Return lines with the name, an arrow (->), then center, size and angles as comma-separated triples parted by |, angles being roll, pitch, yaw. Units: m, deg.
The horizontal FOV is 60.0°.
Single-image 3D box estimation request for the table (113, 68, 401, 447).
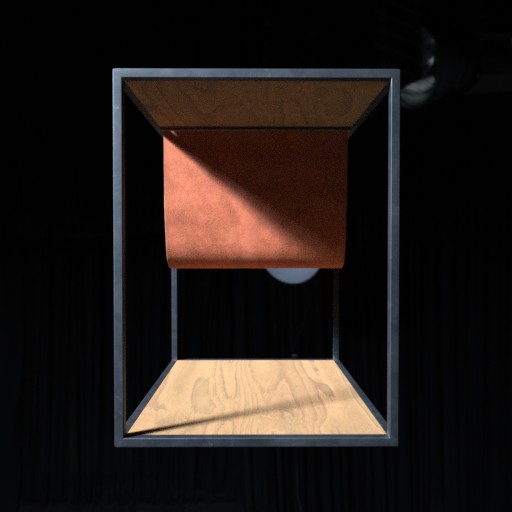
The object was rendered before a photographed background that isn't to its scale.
table -> 0.000, 0.000, 0.843 | 0.399, 0.536, 0.450 | 0, 1, 0
